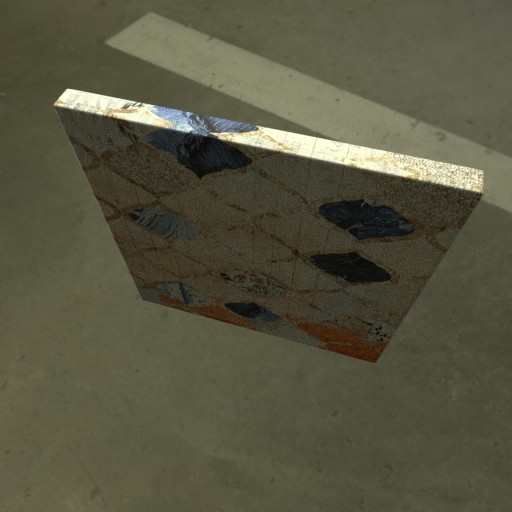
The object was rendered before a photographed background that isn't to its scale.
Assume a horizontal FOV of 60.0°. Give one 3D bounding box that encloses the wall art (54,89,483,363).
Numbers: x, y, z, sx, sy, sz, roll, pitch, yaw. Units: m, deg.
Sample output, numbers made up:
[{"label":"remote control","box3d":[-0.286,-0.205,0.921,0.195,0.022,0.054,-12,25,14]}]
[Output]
[{"label":"wall art","box3d":[0.000,0.000,0.722,0.507,0.508,0.038,14,58,9]}]
